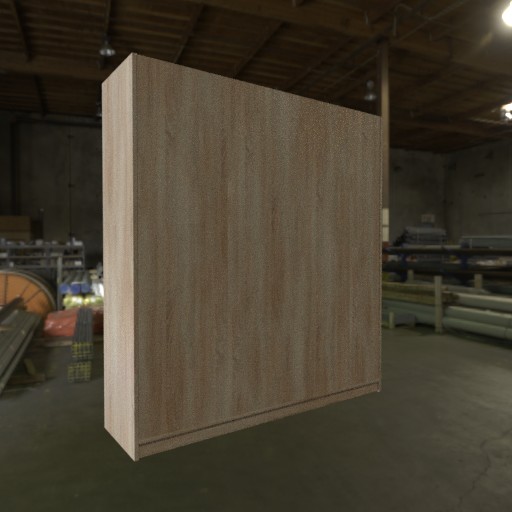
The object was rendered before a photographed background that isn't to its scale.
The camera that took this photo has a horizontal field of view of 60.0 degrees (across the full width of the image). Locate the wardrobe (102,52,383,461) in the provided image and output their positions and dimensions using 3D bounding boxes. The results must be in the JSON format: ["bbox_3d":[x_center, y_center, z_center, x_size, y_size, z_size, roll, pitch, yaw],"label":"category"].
[{"bbox_3d":[0.000,0.000,3.153,1.998,2.159,0.598,-1,1,-35],"label":"wardrobe"}]
